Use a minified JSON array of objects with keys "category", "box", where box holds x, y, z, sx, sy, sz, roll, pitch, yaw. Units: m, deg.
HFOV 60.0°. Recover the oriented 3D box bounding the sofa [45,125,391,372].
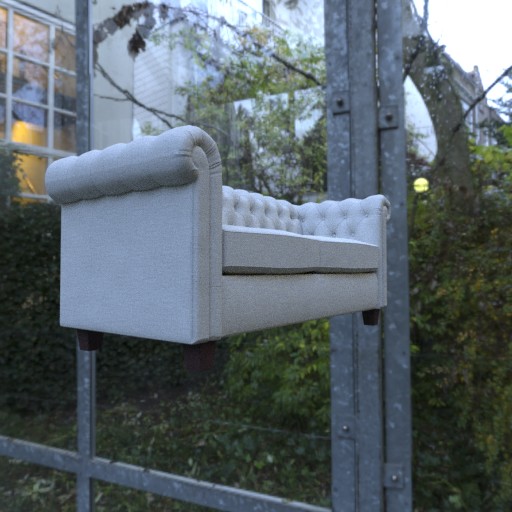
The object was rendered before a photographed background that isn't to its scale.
[{"category":"sofa","box":[0.000,0.000,2.243,0.783,0.797,1.798,-1,-2,36]}]
